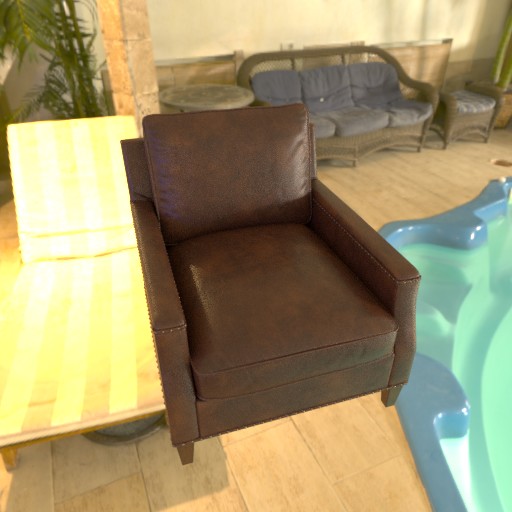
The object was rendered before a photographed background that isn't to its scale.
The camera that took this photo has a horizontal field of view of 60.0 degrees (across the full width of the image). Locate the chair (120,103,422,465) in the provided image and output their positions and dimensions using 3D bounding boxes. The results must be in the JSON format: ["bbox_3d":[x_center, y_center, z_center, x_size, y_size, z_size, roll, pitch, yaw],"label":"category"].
[{"bbox_3d":[0.000,0.000,1.682,0.853,0.929,1.014,-10,34,-15],"label":"chair"}]
